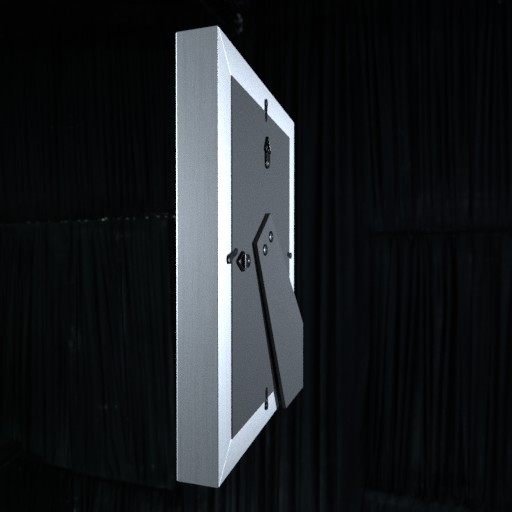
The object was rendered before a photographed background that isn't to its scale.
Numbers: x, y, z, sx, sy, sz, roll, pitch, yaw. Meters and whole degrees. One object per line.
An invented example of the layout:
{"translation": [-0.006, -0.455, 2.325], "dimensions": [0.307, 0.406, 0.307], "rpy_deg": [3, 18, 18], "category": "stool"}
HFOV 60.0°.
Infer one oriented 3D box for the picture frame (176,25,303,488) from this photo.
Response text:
{"translation": [0.000, 0.000, 0.276], "dimensions": [0.028, 0.208, 0.157], "rpy_deg": [0, 1, 17], "category": "picture frame"}
